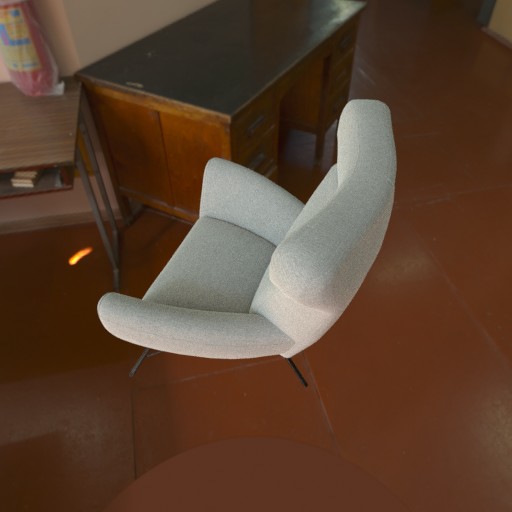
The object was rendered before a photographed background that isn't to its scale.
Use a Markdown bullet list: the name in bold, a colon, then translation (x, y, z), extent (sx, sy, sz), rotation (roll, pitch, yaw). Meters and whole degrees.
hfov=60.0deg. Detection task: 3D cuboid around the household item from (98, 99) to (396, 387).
- **household item**: translation (0.000, 0.000, 1.748), extent (0.900, 1.050, 0.980), rotation (15, 48, 14)
